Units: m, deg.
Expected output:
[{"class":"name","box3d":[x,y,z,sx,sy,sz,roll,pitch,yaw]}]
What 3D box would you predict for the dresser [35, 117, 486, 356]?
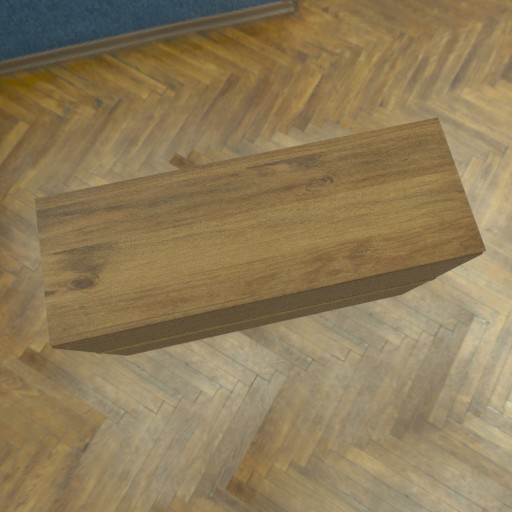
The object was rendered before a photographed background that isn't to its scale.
[{"class":"dresser","box3d":[0.000,0.000,1.699,1.261,0.825,0.479,-12,76,-3]}]
